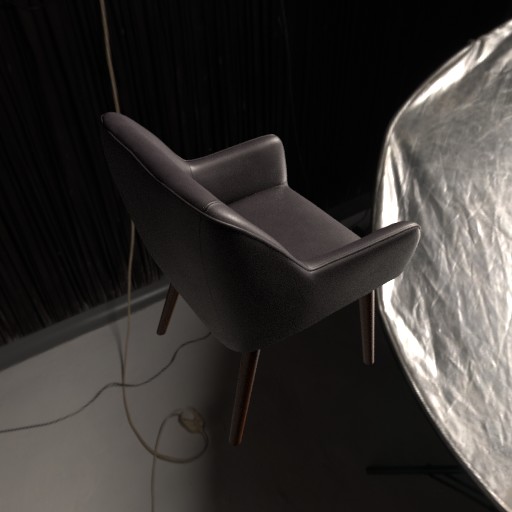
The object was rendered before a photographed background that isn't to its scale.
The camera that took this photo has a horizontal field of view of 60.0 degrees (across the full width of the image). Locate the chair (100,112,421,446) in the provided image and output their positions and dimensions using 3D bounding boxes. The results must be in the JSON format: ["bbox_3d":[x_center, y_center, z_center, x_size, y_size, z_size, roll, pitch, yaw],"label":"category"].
[{"bbox_3d":[0.000,0.000,1.249,0.610,0.828,0.610,-24,47,-25],"label":"chair"}]
